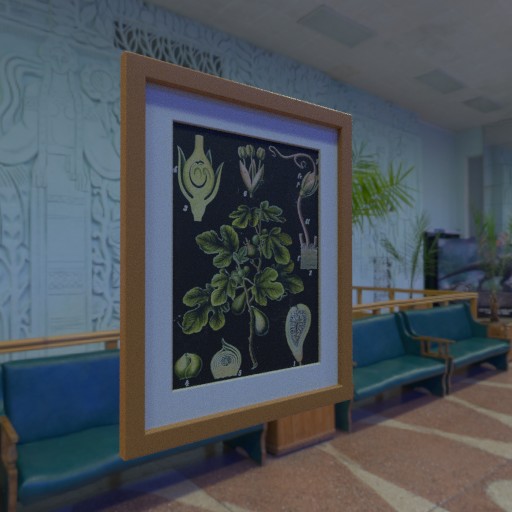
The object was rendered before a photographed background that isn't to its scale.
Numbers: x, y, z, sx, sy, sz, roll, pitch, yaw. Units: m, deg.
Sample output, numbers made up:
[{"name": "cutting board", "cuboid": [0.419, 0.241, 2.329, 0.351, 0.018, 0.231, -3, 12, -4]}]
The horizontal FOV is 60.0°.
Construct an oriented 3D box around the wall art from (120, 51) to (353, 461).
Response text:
[{"name": "wall art", "cuboid": [0.000, 0.000, 0.738, 0.452, 0.553, 0.022, 0, -1, -36]}]
